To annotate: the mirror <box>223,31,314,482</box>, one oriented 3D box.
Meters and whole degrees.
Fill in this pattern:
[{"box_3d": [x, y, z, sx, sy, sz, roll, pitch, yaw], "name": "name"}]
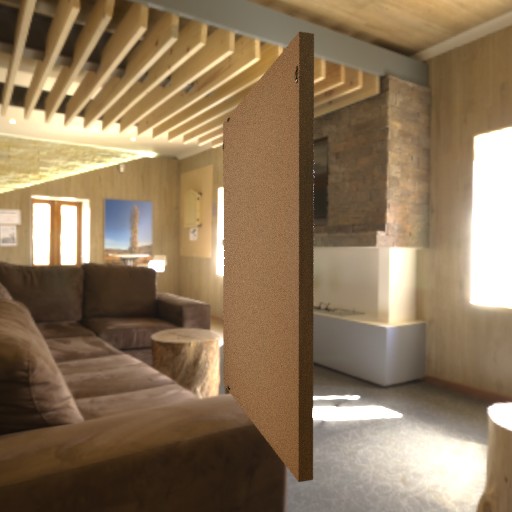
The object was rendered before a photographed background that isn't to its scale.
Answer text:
[{"box_3d": [0.000, 0.000, 1.367, 0.041, 1.016, 0.762, 0, 1, -17], "name": "mirror"}]
